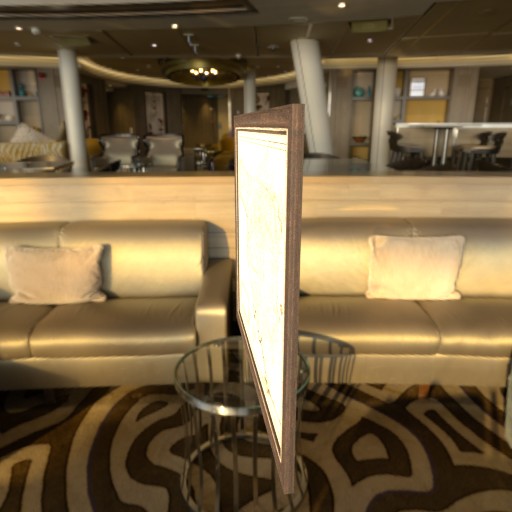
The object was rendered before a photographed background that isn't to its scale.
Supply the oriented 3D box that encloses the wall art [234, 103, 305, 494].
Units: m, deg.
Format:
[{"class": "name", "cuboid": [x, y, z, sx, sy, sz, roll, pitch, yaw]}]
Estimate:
[{"class": "wall art", "cuboid": [0.000, 0.000, 1.417, 0.023, 0.875, 1.033, -2, 17, -8]}]
